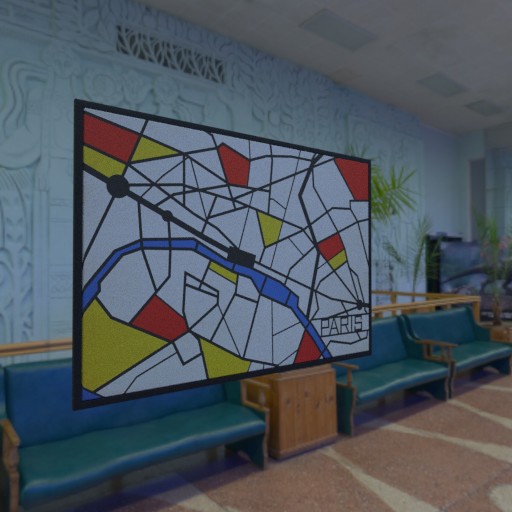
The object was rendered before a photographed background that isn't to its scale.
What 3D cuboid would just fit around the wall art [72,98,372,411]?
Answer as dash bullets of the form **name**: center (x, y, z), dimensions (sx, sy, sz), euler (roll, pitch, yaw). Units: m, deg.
- **wall art**: center (0.000, 0.000, 1.230), dimensions (0.963, 0.665, 0.013), euler (1, -1, -36)
